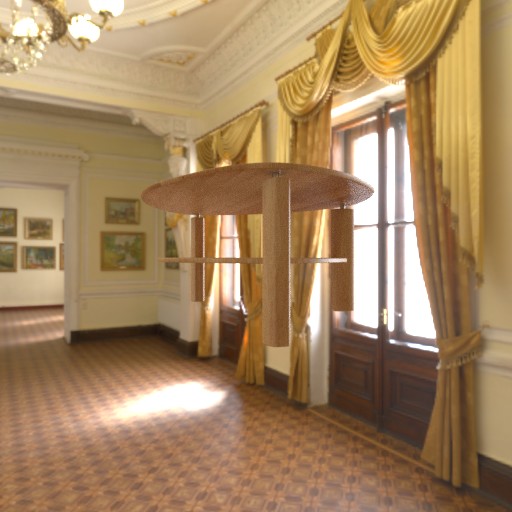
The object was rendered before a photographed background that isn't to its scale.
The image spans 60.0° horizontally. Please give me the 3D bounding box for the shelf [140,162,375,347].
[{"bbox_3d":[0.000,0.000,1.677,0.845,0.440,1.246,0,0,-17],"label":"shelf"}]
